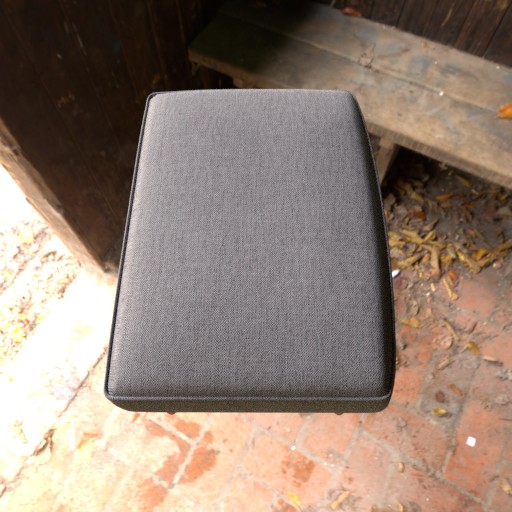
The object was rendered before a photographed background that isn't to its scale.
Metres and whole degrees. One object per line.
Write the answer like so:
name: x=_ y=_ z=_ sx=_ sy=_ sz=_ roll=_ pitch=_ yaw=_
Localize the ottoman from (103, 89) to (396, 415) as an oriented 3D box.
ottoman: x=0.000 y=0.000 z=1.086 sx=0.555 sy=0.458 sz=0.750 roll=0 pitch=64 yaw=0
